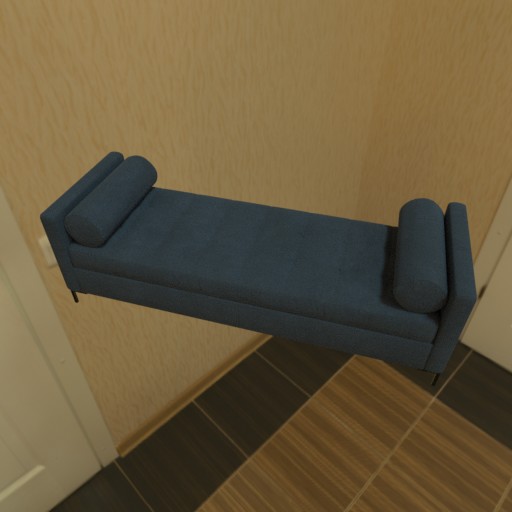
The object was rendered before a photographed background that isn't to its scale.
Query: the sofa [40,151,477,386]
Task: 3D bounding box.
[{"bbox_3d":[0.000,0.000,2.356,1.981,0.635,0.686,11,42,12],"label":"sofa"}]
